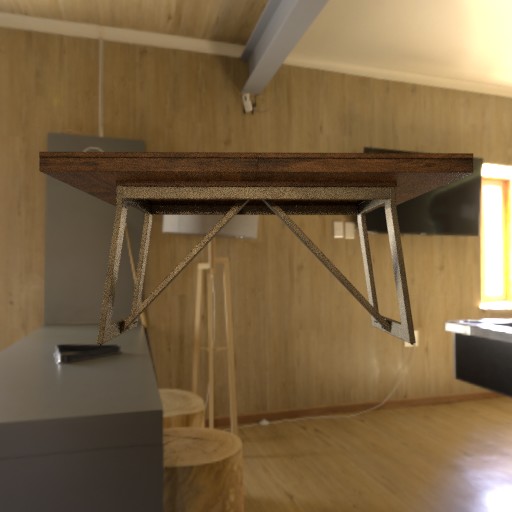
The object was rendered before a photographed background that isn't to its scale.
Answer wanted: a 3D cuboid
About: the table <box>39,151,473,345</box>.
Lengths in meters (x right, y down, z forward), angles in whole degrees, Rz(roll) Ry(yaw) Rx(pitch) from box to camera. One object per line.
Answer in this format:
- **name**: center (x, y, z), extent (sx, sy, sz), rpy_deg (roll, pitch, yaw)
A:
- **table**: center (0.000, 0.000, 2.131), extent (1.641, 0.757, 0.931), rpy_deg (0, -2, -1)
